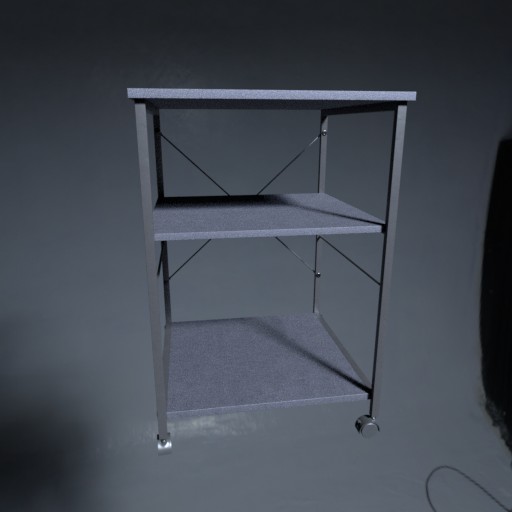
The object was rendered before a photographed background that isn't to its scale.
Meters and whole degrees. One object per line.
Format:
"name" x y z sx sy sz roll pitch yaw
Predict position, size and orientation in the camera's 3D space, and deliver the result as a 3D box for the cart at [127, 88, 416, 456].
"cart" 0.000 0.000 1.136 0.521 0.762 0.520 -3 17 -9
